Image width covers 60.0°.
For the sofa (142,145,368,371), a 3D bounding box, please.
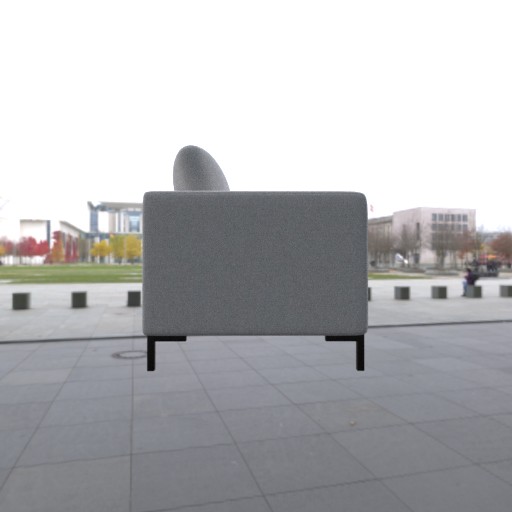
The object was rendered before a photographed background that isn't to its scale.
[{"bbox_3d":[0.000,0.000,2.731,0.859,0.874,2.218,0,-1,0],"label":"sofa"}]
